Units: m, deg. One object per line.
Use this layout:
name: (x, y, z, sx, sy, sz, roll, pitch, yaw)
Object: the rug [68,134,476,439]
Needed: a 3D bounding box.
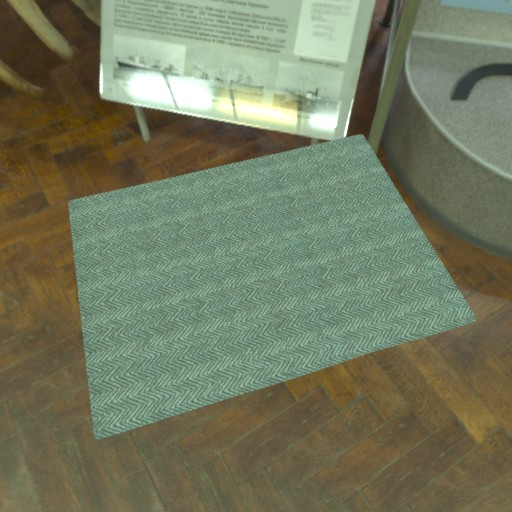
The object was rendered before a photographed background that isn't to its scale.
rug: (0.000, 0.000, 5.049, 3.957, 0.011, 2.894, -15, 60, -9)
